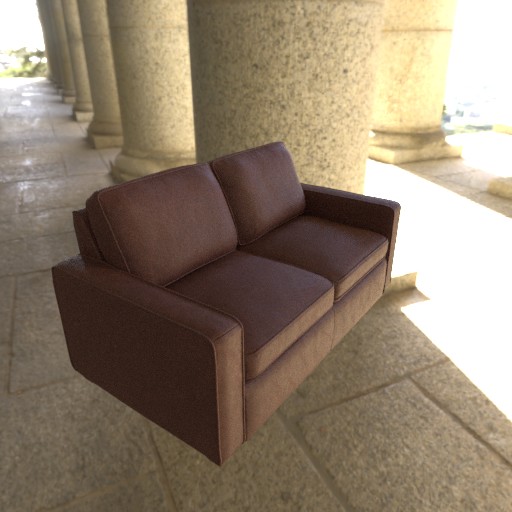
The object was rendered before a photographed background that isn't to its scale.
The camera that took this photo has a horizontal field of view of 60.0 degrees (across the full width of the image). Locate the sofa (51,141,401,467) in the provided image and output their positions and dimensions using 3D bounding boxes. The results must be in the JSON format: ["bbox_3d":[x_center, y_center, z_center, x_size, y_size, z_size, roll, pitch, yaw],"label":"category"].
[{"bbox_3d":[0.000,0.000,2.290,0.947,0.918,1.709,17,30,32],"label":"sofa"}]
